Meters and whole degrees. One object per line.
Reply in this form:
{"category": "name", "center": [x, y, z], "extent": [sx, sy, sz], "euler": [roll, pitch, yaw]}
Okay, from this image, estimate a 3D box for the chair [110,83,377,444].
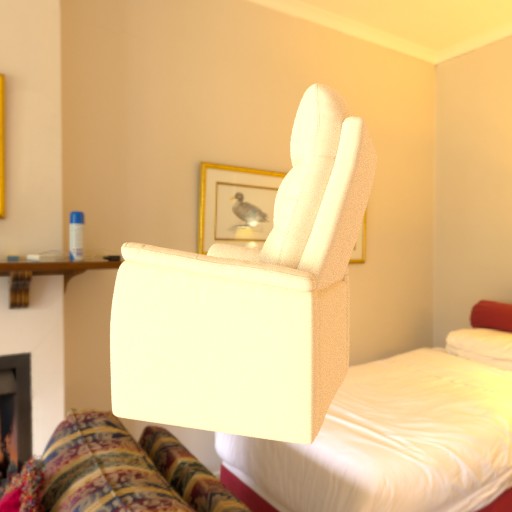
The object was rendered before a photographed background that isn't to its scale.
{"category": "chair", "center": [0.000, 0.000, 1.647], "extent": [0.831, 1.082, 0.775], "euler": [0, 1, 19]}
